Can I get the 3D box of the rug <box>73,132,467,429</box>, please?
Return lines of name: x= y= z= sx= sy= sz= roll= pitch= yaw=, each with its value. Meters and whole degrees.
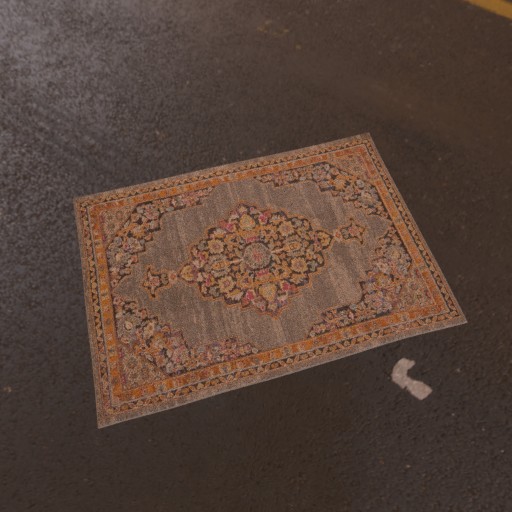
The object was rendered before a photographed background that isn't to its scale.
rug: x=0.000 y=0.000 z=3.761 sx=2.901 sy=0.026 sz=2.043 roll=-14 pitch=64 yaw=-7
